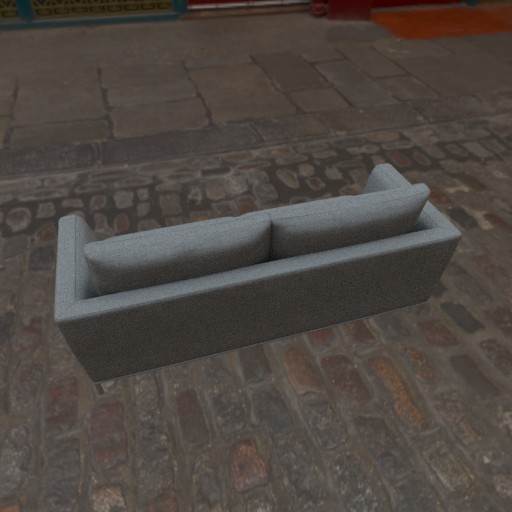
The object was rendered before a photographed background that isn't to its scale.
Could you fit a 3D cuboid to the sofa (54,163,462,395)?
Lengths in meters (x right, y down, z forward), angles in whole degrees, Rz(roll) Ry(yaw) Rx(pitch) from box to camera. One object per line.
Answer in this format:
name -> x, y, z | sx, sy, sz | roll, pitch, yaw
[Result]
sofa -> 0.000, 0.000, 2.744 | 2.212, 1.002, 0.869 | -11, 43, -12
